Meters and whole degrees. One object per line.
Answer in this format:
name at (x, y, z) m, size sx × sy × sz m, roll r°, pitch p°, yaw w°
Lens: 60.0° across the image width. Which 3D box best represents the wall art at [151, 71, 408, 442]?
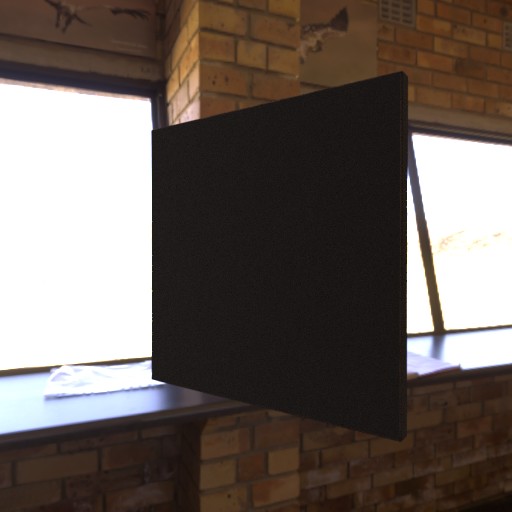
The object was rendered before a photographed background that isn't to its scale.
wall art at (0.000, 0.000, 0.456) m, size 0.304 × 0.303 × 0.015 m, roll 0°, pitch 1°, yaw 36°
